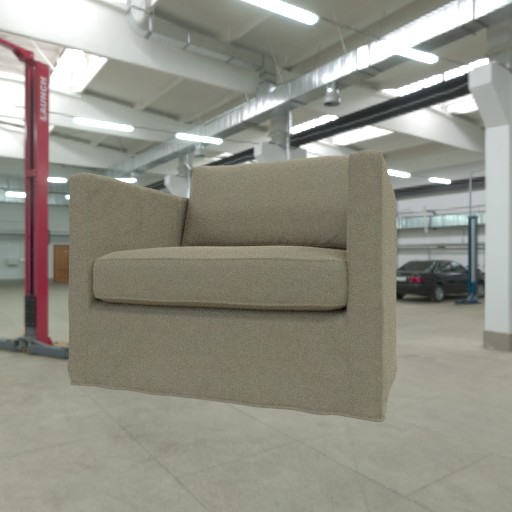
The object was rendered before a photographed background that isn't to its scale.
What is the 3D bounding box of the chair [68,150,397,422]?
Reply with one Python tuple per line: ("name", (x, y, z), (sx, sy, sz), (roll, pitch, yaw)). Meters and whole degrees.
("chair", (0.000, 0.000, 1.747), (1.057, 0.863, 0.949), (0, 0, 20))
